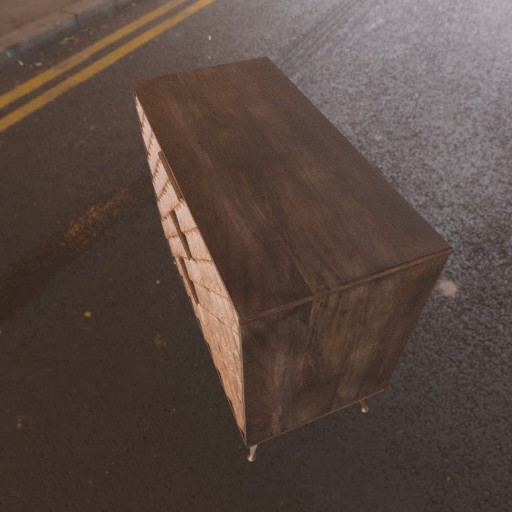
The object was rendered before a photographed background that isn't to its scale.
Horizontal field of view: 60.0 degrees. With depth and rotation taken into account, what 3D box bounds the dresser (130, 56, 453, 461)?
[{"bbox_3d":[0.000,0.000,1.392,0.453,0.801,0.923,-17,50,-15],"label":"dresser"}]
